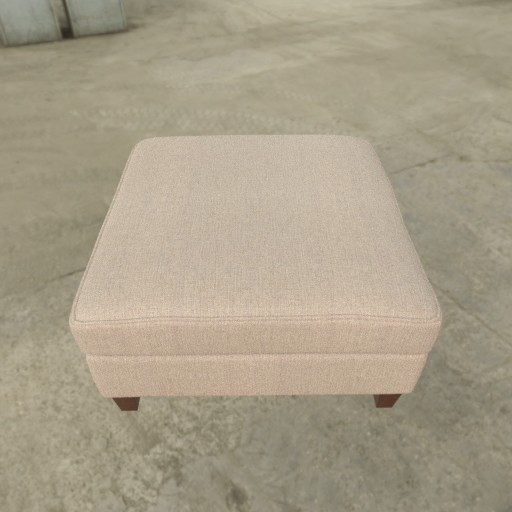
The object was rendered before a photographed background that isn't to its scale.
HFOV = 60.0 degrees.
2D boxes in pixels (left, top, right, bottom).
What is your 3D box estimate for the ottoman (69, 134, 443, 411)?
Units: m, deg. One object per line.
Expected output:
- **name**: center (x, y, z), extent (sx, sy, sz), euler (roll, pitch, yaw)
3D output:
- **ottoman**: center (0.000, 0.000, 1.369), extent (0.838, 0.481, 0.838), euler (-1, 42, -1)
